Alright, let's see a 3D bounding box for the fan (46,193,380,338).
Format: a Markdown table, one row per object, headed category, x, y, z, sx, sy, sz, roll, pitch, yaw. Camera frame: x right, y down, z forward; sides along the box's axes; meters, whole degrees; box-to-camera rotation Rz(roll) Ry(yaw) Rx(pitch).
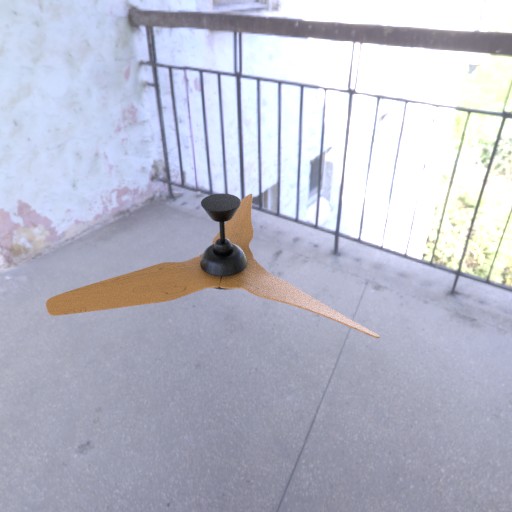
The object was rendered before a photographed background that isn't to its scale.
| category | x | y | z | sx | sy | sz | roll | pitch | yaw |
| --- | --- | --- | --- | --- | --- | --- | --- | --- | --- |
| fan | 0.000 | 0.000 | 1.625 | 1.010 | 0.355 | 1.142 | 22 | 39 | 30 |
